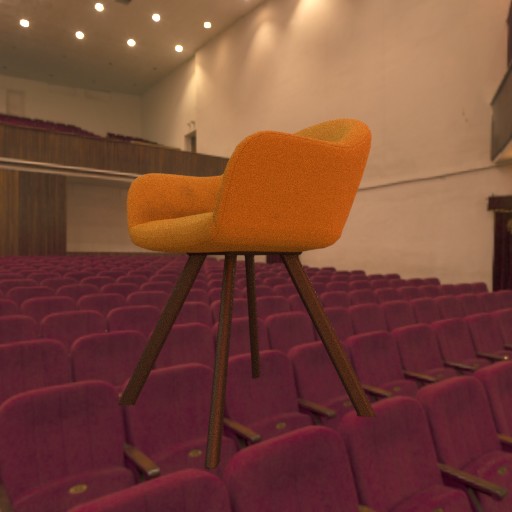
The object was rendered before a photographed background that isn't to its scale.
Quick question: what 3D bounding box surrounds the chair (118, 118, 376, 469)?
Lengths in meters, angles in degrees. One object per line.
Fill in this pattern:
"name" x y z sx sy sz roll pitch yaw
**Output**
"chair" 0.000 0.000 1.151 0.565 0.775 0.545 0 0 -37
